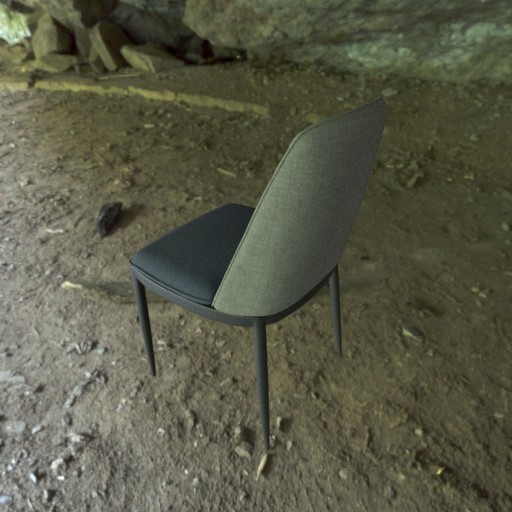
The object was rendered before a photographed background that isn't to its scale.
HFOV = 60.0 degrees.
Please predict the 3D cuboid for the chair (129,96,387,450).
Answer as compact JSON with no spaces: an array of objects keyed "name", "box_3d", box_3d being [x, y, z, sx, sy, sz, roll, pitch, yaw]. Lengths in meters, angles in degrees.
[{"name":"chair","box_3d":[0.000,0.000,1.201,0.550,0.855,0.488,20,36,30]}]
